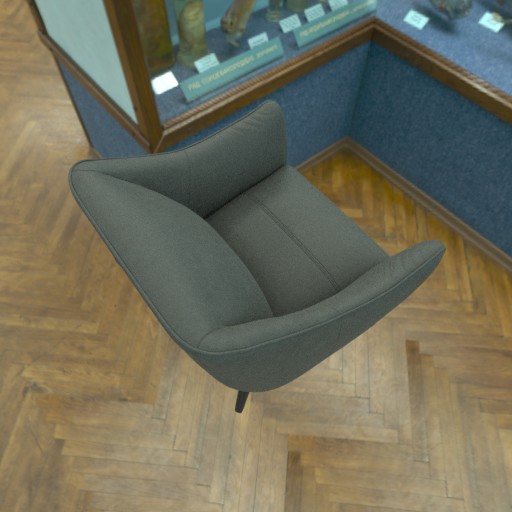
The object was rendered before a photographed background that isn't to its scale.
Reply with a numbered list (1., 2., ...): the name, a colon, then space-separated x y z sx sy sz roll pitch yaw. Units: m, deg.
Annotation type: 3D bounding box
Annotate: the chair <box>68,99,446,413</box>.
1. chair: 0.000 0.000 1.534 0.852 0.830 0.871 -33 63 -19
